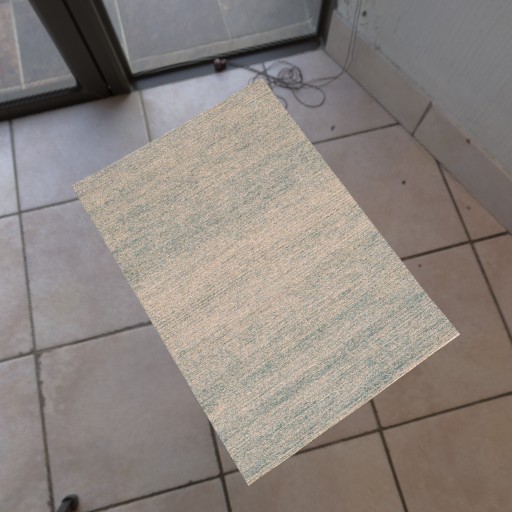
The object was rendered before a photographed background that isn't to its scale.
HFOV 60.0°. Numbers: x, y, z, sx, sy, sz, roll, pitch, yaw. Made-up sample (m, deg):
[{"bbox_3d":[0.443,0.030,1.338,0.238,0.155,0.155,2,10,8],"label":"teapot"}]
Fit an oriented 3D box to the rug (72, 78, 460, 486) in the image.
[{"bbox_3d":[0.000,0.000,2.969,1.613,0.030,2.306,-32,77,-9],"label":"rug"}]
